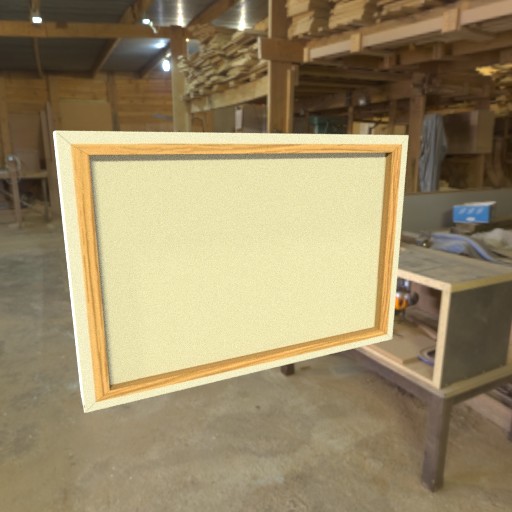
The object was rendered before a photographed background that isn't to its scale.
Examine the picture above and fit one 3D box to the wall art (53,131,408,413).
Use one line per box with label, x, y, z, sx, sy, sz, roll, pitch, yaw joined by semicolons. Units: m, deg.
wall art;0.000;0.000;0.488;0.381;0.259;0.038;-7;15;-25
